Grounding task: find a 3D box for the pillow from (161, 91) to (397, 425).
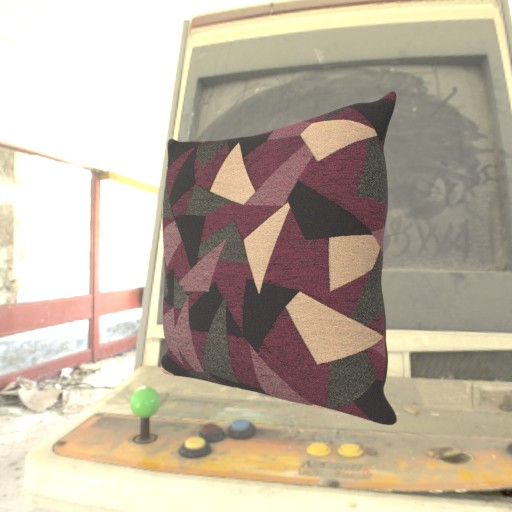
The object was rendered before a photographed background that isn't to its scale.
[{"bbox_3d":[0.000,0.000,0.790,0.503,0.496,0.208,0,0,37],"label":"pillow"}]
